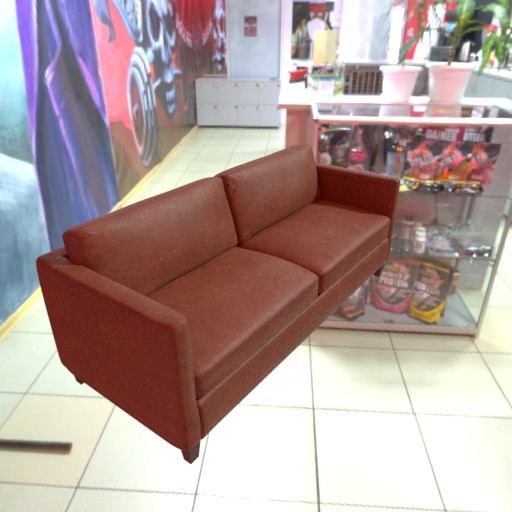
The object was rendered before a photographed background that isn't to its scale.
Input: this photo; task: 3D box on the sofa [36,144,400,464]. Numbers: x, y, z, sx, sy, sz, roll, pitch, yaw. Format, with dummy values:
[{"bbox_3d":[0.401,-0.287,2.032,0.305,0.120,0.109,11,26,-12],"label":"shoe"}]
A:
[{"bbox_3d":[0.000,0.000,2.693,0.950,0.932,2.204,19,33,32],"label":"sofa"}]
